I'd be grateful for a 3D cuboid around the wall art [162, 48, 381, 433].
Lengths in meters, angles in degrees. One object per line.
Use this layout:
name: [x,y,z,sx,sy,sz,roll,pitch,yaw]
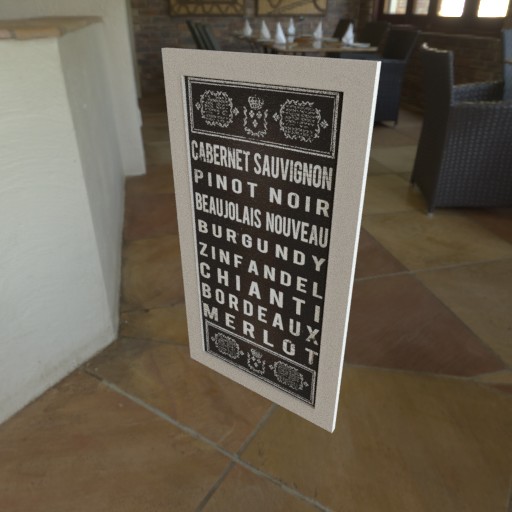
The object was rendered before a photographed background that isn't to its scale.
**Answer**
wall art: [0.000,0.000,0.820,0.380,0.683,0.013,19,34,30]
